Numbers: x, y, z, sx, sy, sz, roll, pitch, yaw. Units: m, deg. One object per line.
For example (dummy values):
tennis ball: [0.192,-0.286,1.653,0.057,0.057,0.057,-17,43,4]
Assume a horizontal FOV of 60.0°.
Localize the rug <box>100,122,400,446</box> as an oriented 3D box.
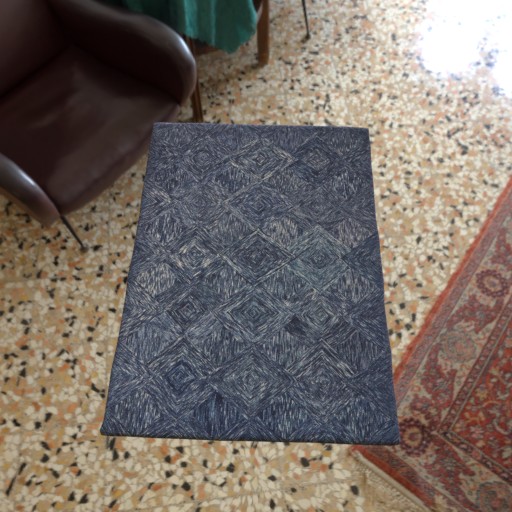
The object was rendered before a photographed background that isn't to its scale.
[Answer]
rug: [0.000,0.000,4.187,2.385,0.024,3.245,2,64,1]
